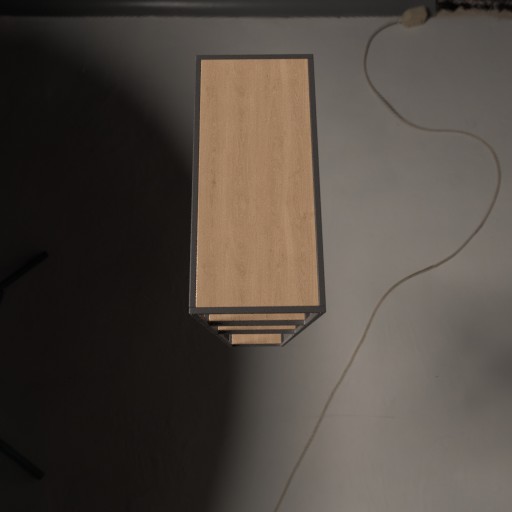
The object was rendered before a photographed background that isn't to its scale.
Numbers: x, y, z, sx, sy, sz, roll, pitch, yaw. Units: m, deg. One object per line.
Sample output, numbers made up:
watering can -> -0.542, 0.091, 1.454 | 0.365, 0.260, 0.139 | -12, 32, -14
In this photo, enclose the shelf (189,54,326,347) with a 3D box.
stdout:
shelf -> 0.000, 0.000, 2.120 | 0.350, 1.850, 0.770 | -1, 76, 0
